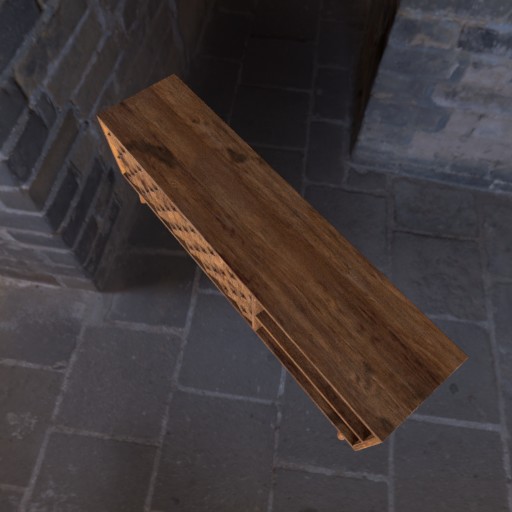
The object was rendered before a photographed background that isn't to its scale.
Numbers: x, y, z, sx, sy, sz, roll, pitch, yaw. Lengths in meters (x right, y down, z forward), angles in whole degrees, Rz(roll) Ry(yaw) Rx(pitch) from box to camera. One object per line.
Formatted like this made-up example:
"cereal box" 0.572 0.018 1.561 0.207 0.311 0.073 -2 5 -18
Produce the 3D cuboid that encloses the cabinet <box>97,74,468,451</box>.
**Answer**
"cabinet" 0.000 0.000 1.675 0.349 0.528 1.448 -36 68 -17
